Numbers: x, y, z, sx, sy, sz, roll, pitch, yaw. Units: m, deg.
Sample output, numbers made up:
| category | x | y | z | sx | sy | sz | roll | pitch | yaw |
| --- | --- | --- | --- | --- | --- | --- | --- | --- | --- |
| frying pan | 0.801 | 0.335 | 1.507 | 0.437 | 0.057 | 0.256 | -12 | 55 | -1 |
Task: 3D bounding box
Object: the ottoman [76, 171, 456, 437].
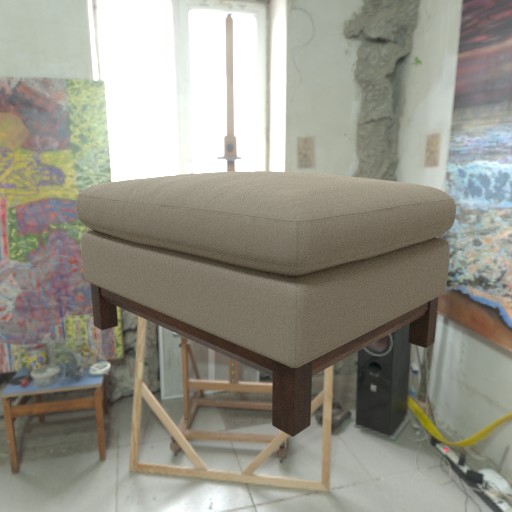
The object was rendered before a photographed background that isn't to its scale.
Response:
| category | x | y | z | sx | sy | sz | roll | pitch | yaw |
| --- | --- | --- | --- | --- | --- | --- | --- | --- | --- |
| ottoman | 0.000 | 0.000 | 1.118 | 0.771 | 0.420 | 0.606 | 12 | 17 | 44 |
